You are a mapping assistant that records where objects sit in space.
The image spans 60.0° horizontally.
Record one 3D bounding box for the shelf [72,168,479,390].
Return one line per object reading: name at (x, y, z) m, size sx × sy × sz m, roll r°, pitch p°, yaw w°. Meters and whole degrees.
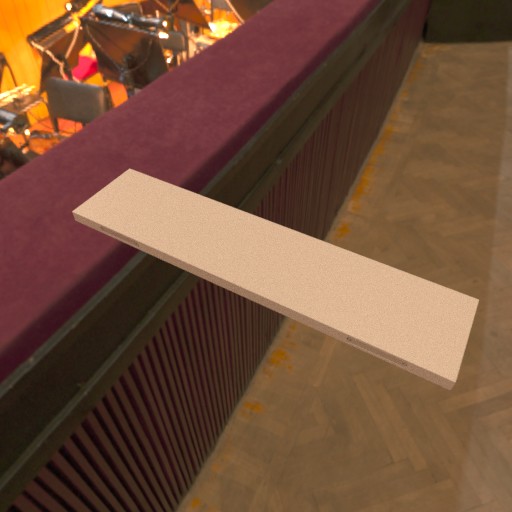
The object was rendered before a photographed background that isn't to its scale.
shelf at (0.000, 0.000, 0.664) m, size 0.610 × 0.020 × 0.140 m, roll 22°, pitch 50°, yaw 20°
